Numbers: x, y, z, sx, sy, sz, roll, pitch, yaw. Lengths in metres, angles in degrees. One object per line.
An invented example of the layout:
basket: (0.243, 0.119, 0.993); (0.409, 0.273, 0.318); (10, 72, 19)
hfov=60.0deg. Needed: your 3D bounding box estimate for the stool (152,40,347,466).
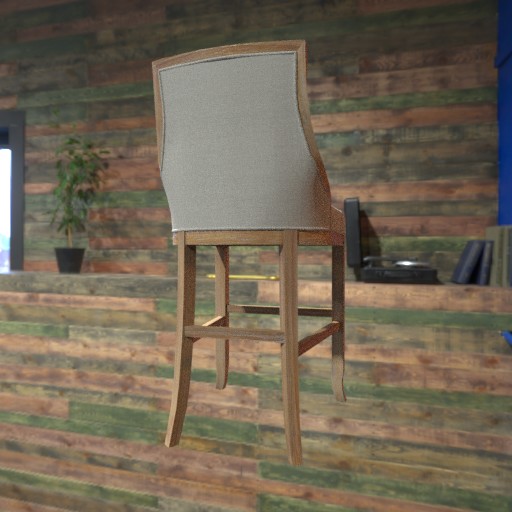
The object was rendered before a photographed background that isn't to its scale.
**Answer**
stool: (0.000, 0.000, 1.452); (0.524, 1.101, 0.626); (0, 1, 17)
